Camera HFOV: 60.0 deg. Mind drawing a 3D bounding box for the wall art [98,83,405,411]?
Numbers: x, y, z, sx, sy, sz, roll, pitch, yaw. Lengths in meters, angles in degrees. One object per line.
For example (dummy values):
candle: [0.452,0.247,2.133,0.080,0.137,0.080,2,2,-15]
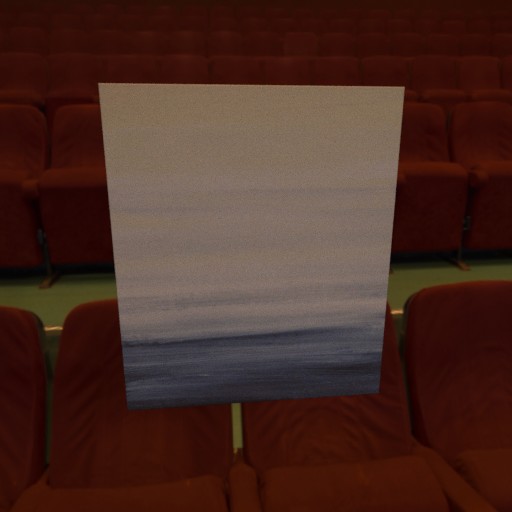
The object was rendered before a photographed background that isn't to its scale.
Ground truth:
wall art: [0.000,0.000,0.712,0.435,0.511,0.037,-2,16,-7]
